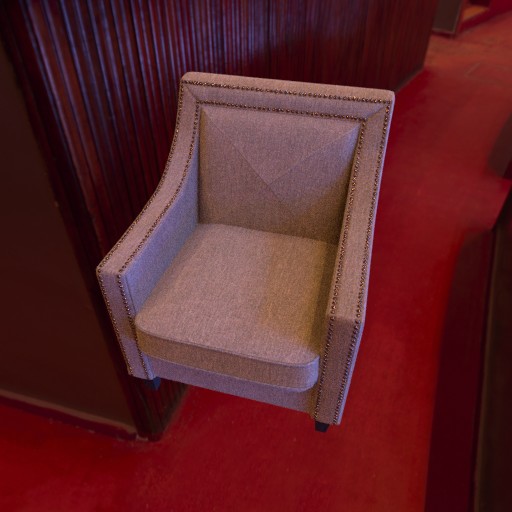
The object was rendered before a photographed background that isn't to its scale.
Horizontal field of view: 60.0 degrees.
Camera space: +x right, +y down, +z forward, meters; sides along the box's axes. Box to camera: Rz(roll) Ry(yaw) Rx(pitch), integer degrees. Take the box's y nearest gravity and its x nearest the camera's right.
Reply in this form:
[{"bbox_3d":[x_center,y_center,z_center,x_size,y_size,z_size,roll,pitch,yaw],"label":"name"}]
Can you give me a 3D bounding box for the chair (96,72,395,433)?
[{"bbox_3d":[0.000,0.000,1.592,0.776,0.967,0.884,10,42,11],"label":"chair"}]
